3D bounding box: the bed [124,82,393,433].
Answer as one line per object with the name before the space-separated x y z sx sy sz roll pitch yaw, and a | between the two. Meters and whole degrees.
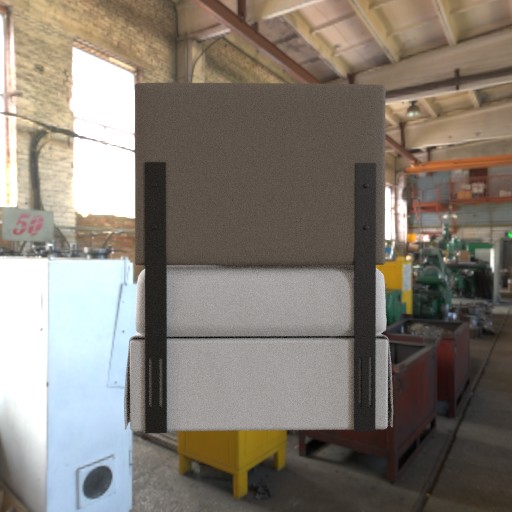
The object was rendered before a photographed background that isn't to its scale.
bed | 0.000 0.000 2.968 1.261 1.571 1.997 0 1 -1
